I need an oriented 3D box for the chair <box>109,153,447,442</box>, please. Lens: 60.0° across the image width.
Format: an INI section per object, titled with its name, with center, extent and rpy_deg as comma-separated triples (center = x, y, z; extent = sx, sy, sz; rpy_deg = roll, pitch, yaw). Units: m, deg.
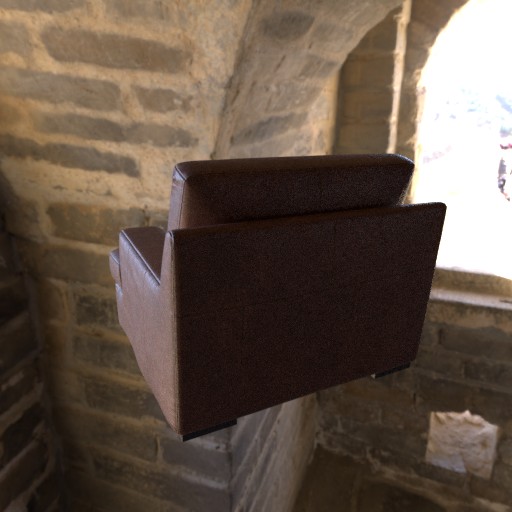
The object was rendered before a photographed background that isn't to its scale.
[chair]
center = 0.000, 0.000, 2.032
extent = 1.168, 0.939, 1.143
rpy_deg = -8, 18, -26
